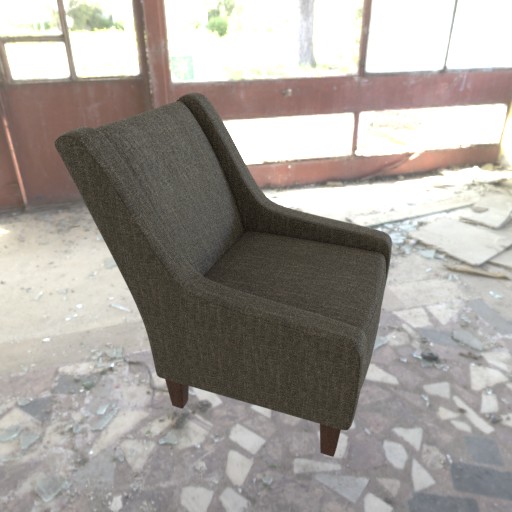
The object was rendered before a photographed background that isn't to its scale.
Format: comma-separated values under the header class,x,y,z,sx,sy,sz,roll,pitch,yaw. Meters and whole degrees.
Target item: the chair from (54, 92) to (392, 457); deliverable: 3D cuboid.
class,x,y,z,sx,sy,sz,roll,pitch,yaw
chair,0.000,0.000,1.656,0.944,1.012,0.793,11,31,18
